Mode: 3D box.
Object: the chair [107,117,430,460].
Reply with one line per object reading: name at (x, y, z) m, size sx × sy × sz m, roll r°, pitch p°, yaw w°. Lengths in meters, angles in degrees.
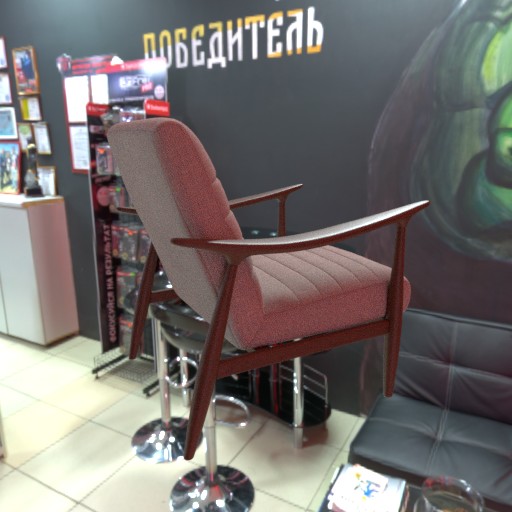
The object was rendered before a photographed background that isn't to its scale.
chair at (0.000, 0.000, 1.443) m, size 0.798 × 0.832 × 0.741 m, roll -7°, pitch 16°, yaw -27°
